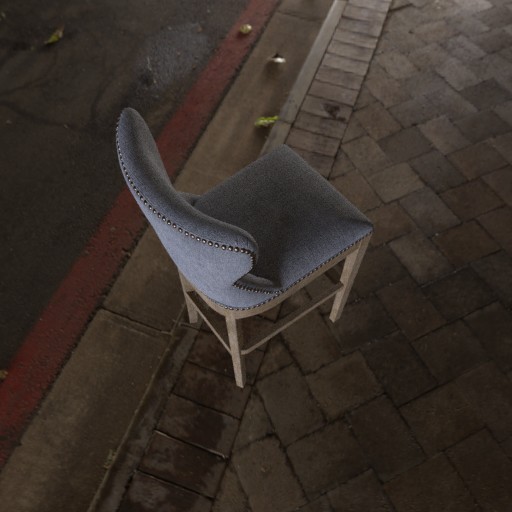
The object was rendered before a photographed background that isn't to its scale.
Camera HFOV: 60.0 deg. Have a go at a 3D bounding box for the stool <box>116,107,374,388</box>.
[{"bbox_3d":[0.000,0.000,1.460,0.606,1.123,0.494,-34,65,-18],"label":"stool"}]
